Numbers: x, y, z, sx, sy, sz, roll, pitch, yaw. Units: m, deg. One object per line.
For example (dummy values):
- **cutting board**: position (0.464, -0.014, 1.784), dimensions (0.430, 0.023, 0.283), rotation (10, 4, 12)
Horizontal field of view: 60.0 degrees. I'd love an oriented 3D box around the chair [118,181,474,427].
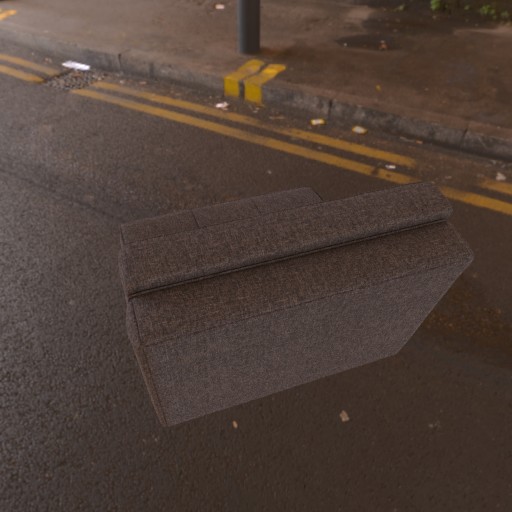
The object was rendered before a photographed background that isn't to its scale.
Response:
- **chair**: position (0.000, 0.000, 1.280), dimensions (0.740, 0.615, 0.800), rotation (-13, 44, -14)
